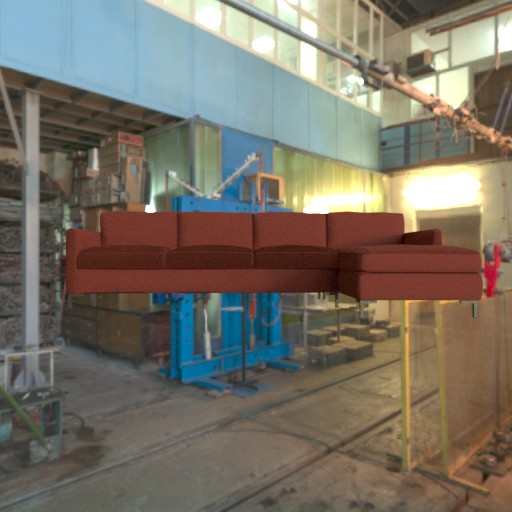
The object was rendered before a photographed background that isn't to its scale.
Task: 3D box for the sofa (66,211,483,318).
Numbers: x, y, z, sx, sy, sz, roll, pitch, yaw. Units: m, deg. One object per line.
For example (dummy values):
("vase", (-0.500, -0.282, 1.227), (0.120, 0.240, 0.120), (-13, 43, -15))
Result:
("sofa", (0.000, 0.000, 3.488), (2.932, 0.810, 1.350), (0, 0, -2))
